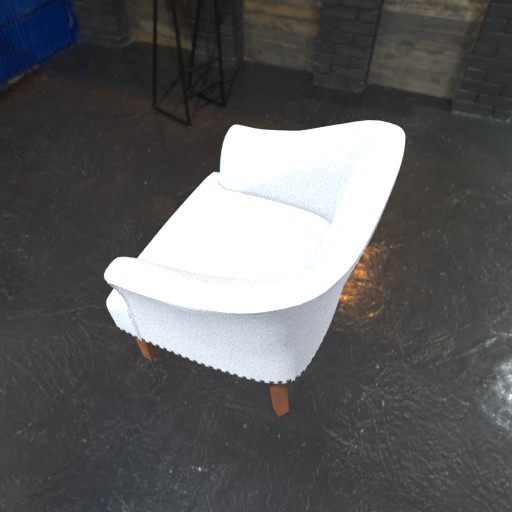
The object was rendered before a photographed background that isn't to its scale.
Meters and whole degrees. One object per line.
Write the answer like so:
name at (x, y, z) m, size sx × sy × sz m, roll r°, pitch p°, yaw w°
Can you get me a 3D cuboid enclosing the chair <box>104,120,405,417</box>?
chair at (0.000, 0.000, 1.431) m, size 0.704 × 0.815 × 0.798 m, roll 18°, pitch 50°, yaw 16°
